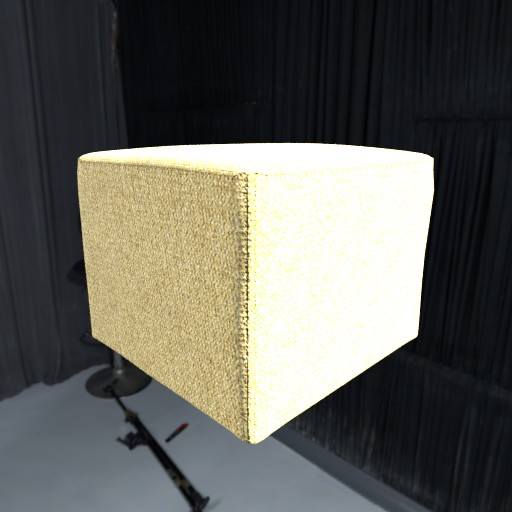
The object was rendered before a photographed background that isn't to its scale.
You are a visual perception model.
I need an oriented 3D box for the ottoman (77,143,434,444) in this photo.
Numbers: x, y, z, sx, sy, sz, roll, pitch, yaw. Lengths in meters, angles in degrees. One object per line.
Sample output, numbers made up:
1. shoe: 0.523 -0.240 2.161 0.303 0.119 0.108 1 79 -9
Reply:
1. ottoman: 0.000 0.000 0.902 0.512 0.441 0.505 -15 21 -43
